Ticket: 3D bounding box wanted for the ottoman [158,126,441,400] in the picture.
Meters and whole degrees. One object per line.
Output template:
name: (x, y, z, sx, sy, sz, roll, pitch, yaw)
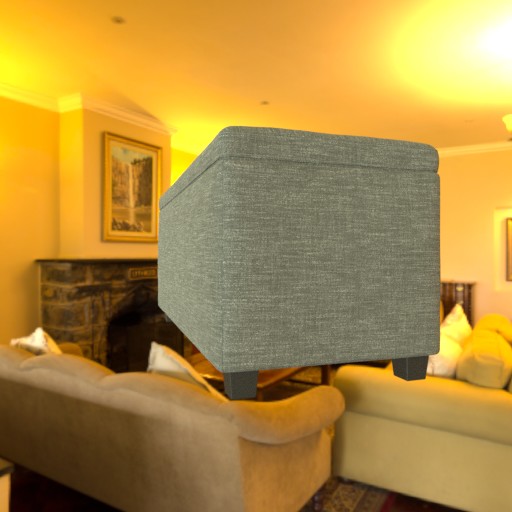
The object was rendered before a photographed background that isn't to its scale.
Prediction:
ottoman: (0.000, 0.000, 1.126, 0.419, 0.432, 0.902, 0, 0, -18)
